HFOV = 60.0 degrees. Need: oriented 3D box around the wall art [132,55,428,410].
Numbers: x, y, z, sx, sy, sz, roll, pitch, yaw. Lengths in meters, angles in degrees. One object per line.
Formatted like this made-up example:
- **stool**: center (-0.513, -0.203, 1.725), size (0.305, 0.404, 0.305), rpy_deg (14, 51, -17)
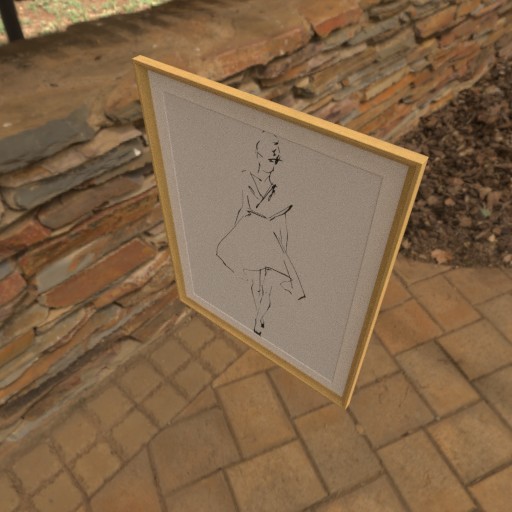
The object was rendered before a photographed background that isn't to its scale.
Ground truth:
- **wall art**: center (0.000, 0.000, 1.354), size (0.798, 1.002, 0.030), rpy_deg (29, 52, 25)
